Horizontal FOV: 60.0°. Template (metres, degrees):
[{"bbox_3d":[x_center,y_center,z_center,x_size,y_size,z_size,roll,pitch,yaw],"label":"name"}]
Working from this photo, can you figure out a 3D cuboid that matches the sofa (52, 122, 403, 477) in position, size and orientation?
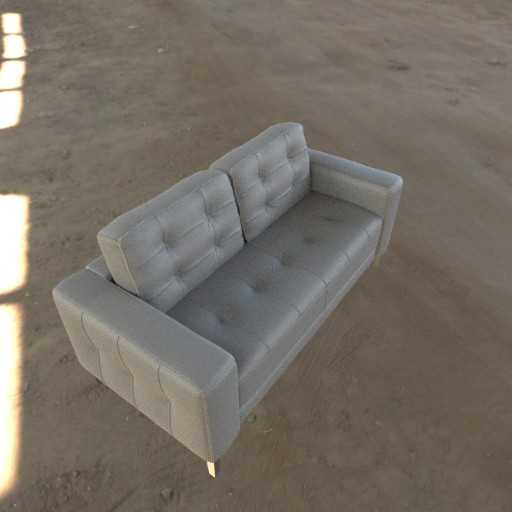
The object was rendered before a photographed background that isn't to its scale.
[{"bbox_3d":[0.000,0.000,2.228,0.833,0.892,1.726,25,46,27],"label":"sofa"}]
